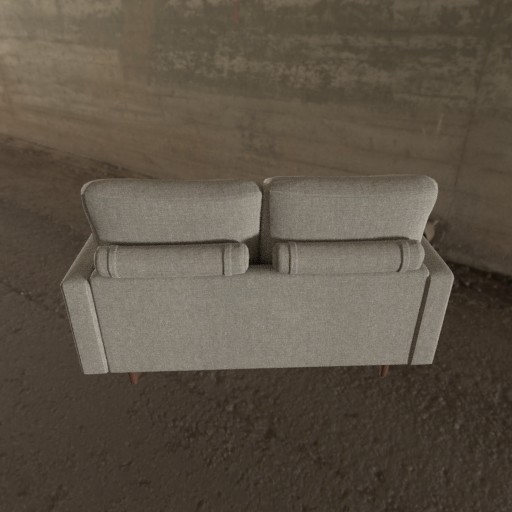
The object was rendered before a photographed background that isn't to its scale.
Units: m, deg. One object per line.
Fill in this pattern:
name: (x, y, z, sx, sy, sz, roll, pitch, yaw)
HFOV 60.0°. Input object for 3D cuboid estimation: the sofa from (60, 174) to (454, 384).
sofa: (0.000, 0.000, 1.954, 1.407, 0.907, 0.842, -1, 30, -2)
